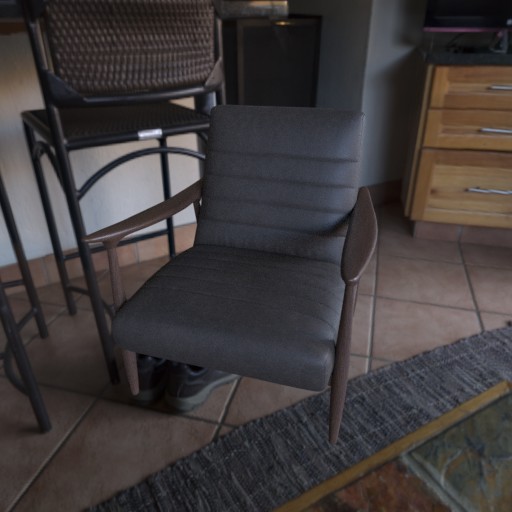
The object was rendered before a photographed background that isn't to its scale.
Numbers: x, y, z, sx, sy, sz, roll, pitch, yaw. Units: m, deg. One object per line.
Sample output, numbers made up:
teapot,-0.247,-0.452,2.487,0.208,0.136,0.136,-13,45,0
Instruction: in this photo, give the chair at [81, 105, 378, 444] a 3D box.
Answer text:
chair,0.000,0.000,1.446,0.741,0.831,0.798,8,29,15
